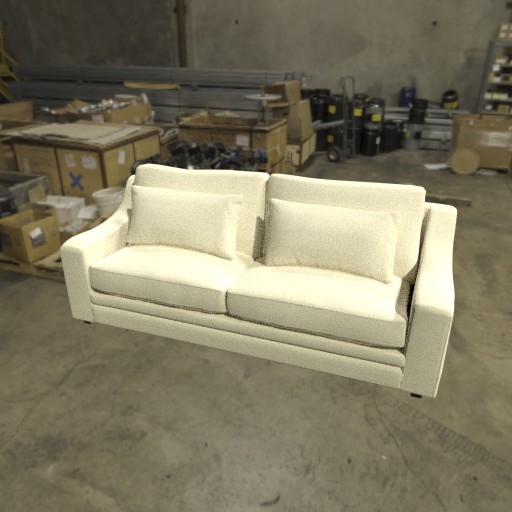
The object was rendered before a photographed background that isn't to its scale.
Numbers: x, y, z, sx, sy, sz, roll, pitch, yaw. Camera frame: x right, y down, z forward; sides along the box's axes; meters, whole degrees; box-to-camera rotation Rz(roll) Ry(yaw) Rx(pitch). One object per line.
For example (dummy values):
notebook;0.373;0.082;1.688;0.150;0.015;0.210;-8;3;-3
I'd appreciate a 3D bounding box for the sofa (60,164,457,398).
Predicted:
sofa;0.000;0.000;3.027;2.470;1.022;1.009;9;27;17
